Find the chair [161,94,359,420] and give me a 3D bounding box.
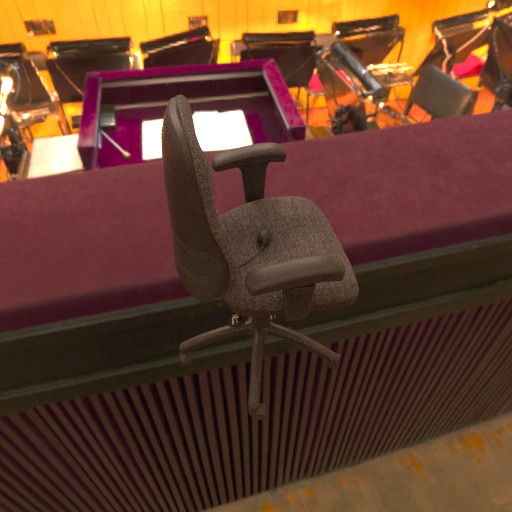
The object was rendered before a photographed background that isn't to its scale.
[{"bbox_3d":[0.000,0.000,1.234,0.530,0.910,0.550,-10,47,-9],"label":"chair"}]
